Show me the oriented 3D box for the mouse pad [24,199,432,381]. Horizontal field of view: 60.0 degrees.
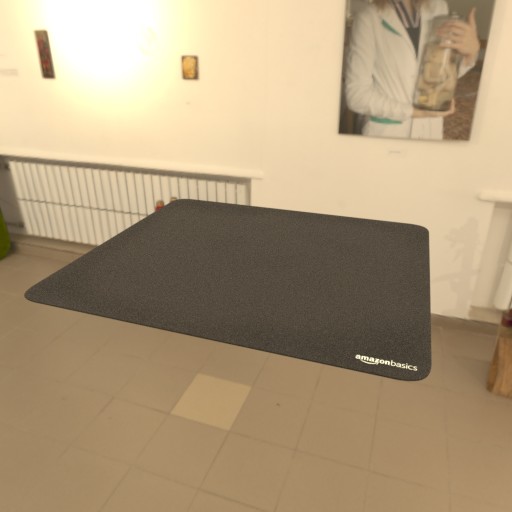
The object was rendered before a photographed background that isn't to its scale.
[{"bbox_3d":[0.000,0.000,0.609,0.451,0.002,0.393,8,27,17],"label":"mouse pad"}]
